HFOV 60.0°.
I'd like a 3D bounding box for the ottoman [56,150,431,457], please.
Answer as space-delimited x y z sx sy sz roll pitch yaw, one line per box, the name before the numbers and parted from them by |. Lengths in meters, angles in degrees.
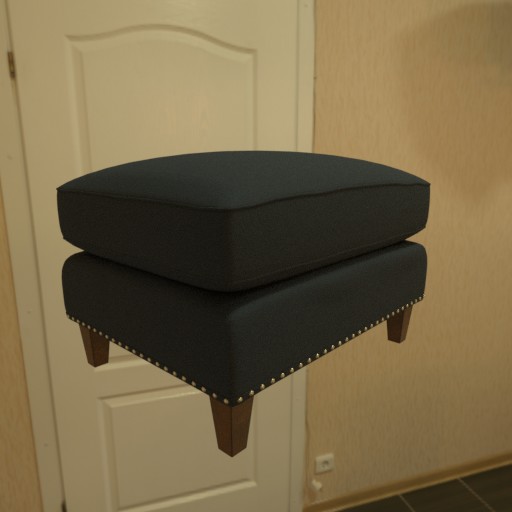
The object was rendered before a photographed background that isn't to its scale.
ottoman | 0.000 0.000 1.107 0.584 0.513 0.741 12 18 42
